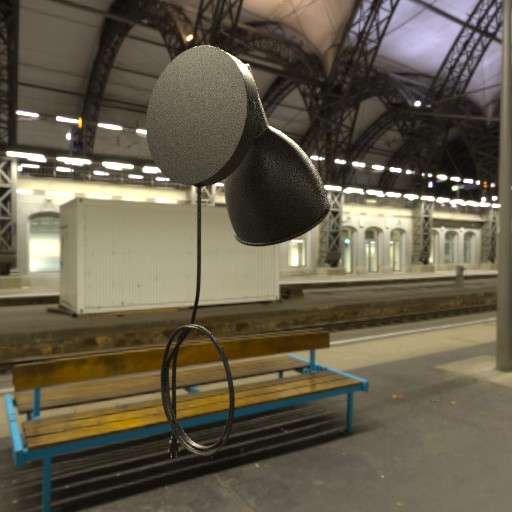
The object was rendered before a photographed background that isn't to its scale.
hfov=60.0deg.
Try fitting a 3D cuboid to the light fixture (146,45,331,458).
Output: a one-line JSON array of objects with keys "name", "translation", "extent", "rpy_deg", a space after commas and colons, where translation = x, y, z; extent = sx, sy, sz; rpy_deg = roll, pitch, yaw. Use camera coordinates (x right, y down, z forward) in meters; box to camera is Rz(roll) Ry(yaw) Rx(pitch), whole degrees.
[{"name": "light fixture", "translation": [0.000, 0.000, 0.491], "extent": [0.127, 0.401, 0.203], "rpy_deg": [0, 1, 36]}]
